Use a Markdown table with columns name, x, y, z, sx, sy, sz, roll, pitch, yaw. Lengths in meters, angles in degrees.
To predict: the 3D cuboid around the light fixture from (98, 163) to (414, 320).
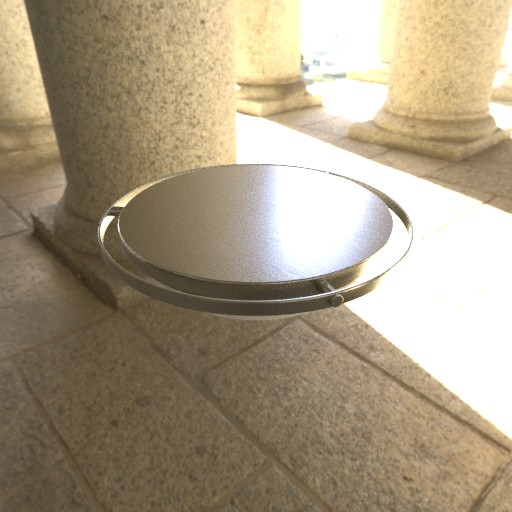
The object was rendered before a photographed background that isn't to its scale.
| name | x | y | z | sx | sy | sz | roll | pitch | yaw |
| --- | --- | --- | --- | --- | --- | --- | --- | --- | --- |
| light fixture | 0.000 | 0.000 | 0.559 | 0.361 | 0.130 | 0.361 | 0 | 30 | 0 |
